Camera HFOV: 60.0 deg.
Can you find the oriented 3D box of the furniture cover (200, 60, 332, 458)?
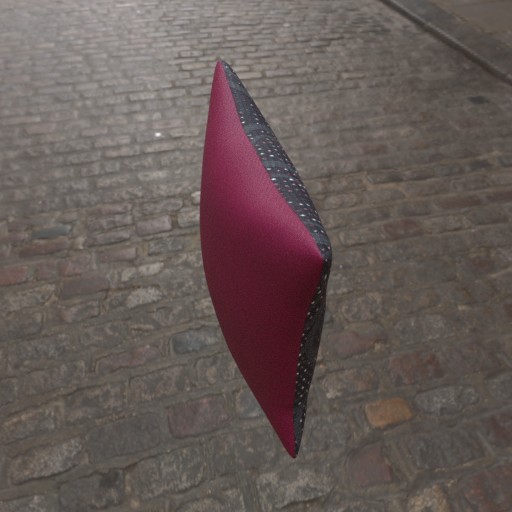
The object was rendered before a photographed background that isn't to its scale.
[{"bbox_3d":[0.000,0.000,0.814,0.193,0.509,0.552,-10,45,-10],"label":"furniture cover"}]
